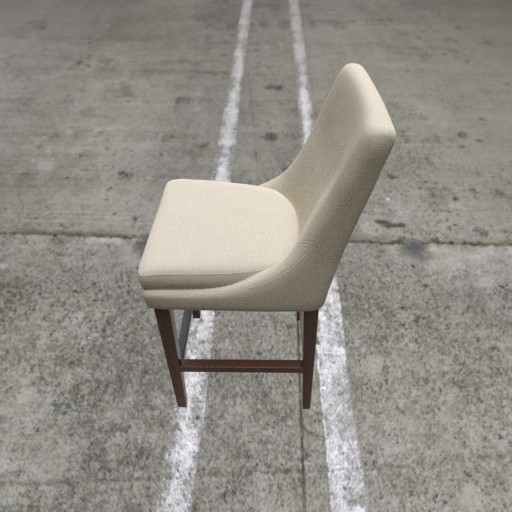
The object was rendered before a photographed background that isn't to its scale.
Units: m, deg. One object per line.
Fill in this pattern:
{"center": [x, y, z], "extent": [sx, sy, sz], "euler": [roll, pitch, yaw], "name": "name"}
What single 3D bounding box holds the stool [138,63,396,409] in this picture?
{"center": [0.000, 0.000, 1.310], "extent": [0.577, 0.981, 0.470], "euler": [1, 41, 1], "name": "stool"}
